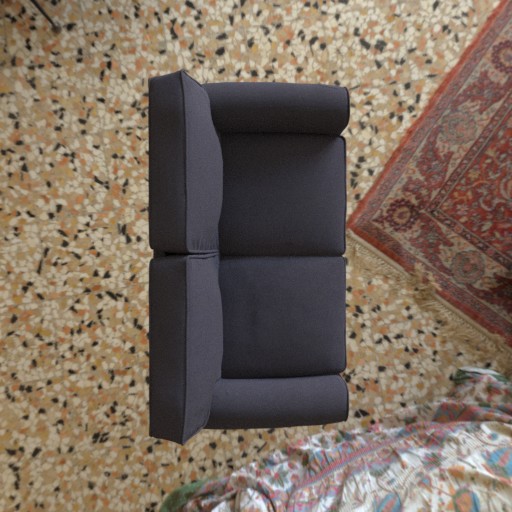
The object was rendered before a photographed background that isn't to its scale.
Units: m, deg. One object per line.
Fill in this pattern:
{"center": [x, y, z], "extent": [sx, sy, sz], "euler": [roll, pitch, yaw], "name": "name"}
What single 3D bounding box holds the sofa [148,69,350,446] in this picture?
{"center": [0.000, 0.000, 2.411], "extent": [0.997, 1.059, 1.801], "euler": [0, 91, 0], "name": "sofa"}
